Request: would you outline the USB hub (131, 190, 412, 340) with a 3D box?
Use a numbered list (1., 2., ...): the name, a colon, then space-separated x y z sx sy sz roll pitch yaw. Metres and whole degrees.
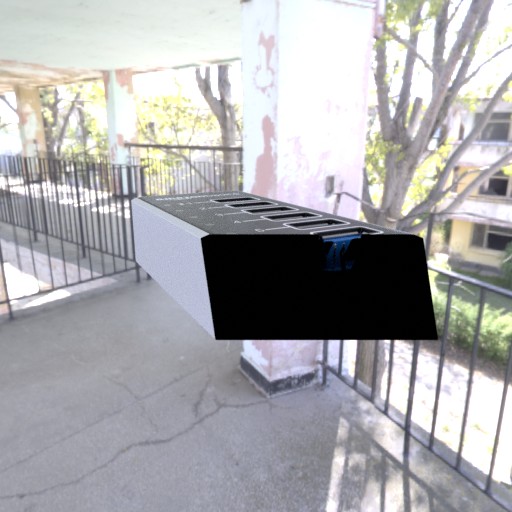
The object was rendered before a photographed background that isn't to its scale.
1. USB hub: 0.000 0.000 0.125 0.044 0.023 0.110 -8 18 -27
